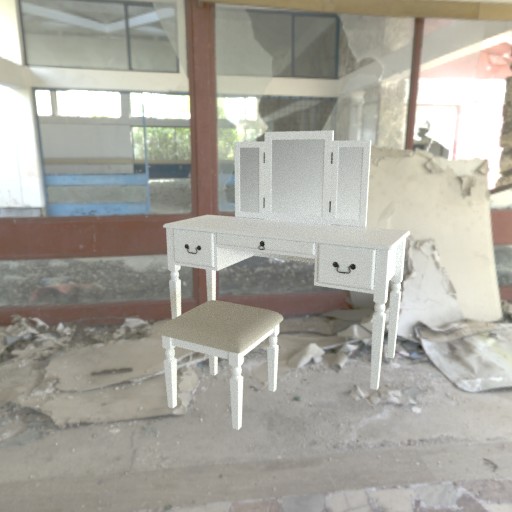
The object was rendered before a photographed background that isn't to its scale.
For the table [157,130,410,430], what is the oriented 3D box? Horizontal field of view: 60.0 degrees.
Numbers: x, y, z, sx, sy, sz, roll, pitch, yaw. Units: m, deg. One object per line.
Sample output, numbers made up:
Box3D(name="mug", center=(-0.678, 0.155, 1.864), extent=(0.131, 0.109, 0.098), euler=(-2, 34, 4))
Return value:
Box3D(name="table", center=(0.000, 0.000, 2.344), extent=(1.369, 1.310, 1.115), euler=(7, 15, 27))
